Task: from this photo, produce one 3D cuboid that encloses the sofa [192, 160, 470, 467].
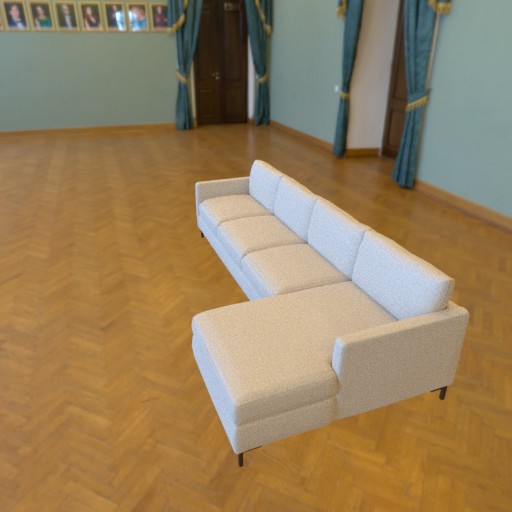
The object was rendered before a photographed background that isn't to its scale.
[{"bbox_3d":[0.000,0.000,3.178,1.258,0.755,2.731,-9,27,-19],"label":"sofa"}]
